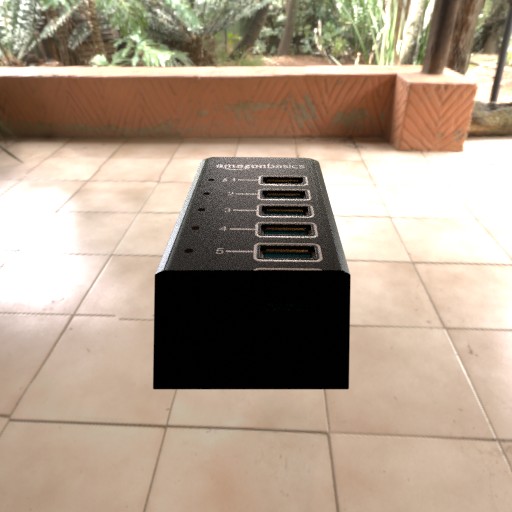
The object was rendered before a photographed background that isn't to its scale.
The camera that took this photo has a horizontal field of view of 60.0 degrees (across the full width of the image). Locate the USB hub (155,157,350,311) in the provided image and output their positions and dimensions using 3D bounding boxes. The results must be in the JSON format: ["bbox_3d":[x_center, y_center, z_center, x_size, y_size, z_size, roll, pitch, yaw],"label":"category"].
[{"bbox_3d":[0.000,0.000,0.128,0.044,0.023,0.110,1,31,1],"label":"USB hub"}]
